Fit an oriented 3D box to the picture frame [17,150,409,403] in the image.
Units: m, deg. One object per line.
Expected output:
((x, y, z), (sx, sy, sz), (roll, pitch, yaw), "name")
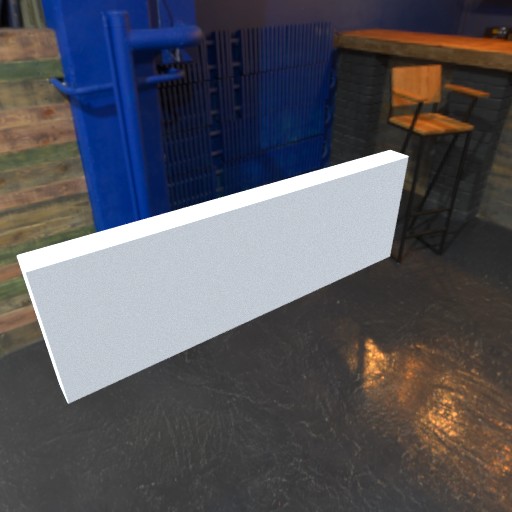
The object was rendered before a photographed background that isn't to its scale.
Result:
((0.000, 0.000, 0.835), (0.759, 0.250, 0.050), (-21, 37, -30), "picture frame")
